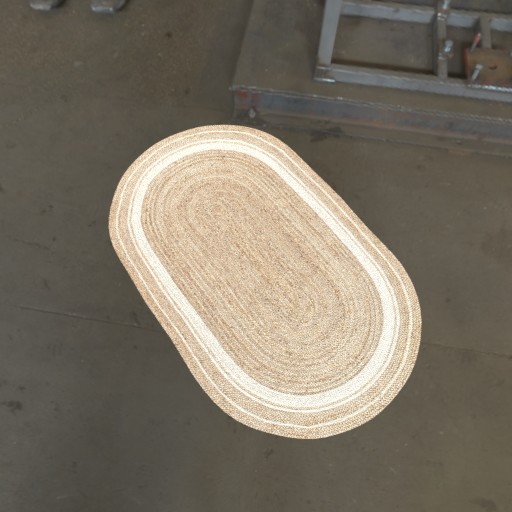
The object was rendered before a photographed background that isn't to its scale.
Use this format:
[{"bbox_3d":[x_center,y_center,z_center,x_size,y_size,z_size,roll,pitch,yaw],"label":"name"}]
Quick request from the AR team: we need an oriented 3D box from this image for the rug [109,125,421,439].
[{"bbox_3d":[0.000,0.000,2.959,1.520,0.006,2.432,-33,69,-15],"label":"rug"}]
